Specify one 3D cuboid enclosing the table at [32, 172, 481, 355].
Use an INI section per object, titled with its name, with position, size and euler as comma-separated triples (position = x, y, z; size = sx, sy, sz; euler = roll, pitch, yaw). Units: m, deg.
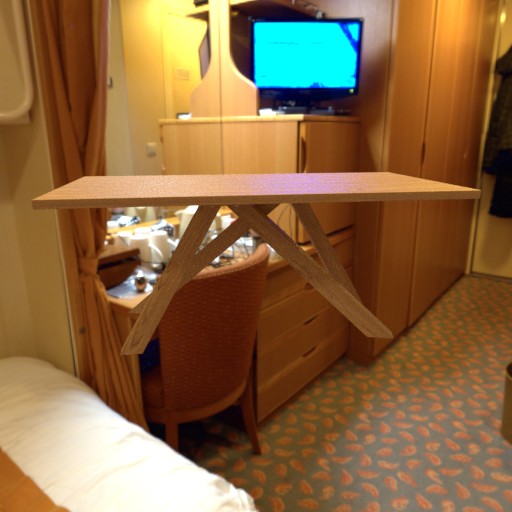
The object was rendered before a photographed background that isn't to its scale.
[table]
position = 0.000, 0.000, 2.278
size = 1.797, 0.750, 0.901
euler = -2, 16, -9
